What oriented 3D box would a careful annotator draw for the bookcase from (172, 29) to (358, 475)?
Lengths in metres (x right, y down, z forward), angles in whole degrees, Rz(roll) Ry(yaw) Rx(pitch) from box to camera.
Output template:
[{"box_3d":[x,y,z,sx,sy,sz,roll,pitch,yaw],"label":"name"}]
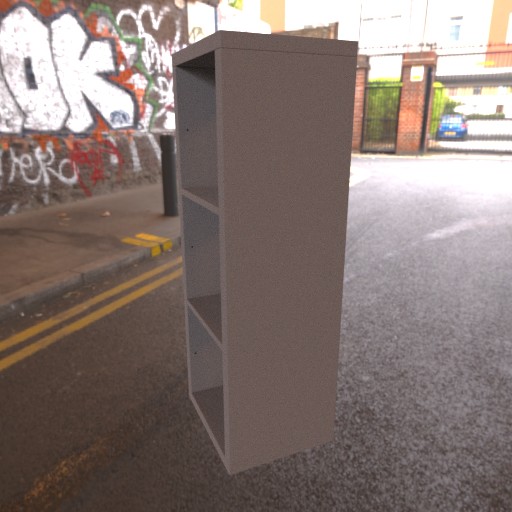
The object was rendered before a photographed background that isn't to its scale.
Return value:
[{"box_3d":[0.000,0.000,1.261,0.330,1.080,0.390,-8,19,-23],"label":"bookcase"}]
